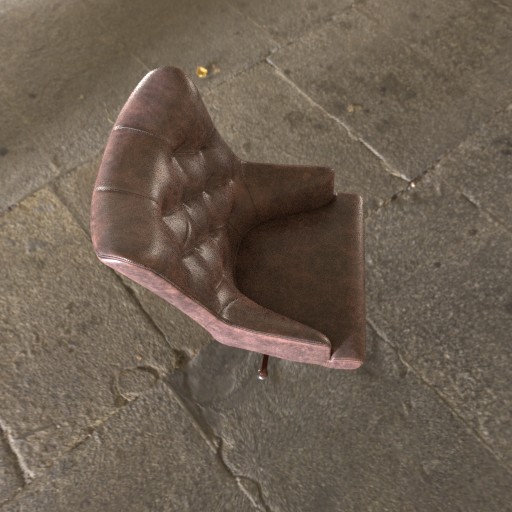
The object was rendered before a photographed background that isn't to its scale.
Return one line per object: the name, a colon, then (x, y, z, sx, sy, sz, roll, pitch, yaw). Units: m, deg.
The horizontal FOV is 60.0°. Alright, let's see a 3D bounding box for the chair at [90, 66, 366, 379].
chair: (0.000, 0.000, 1.480, 0.762, 1.035, 0.641, 5, 65, 2)
